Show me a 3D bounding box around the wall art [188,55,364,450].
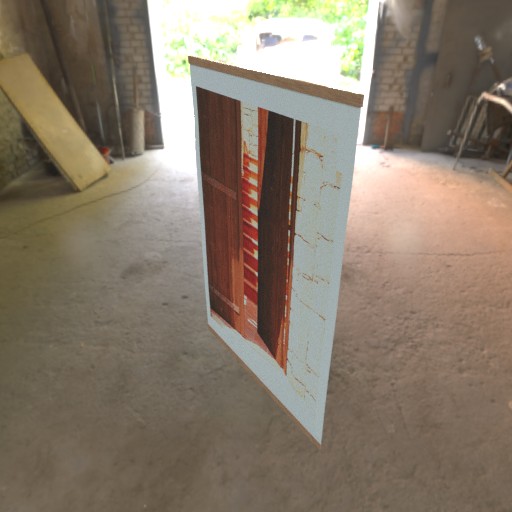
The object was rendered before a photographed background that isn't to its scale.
[{"bbox_3d":[0.000,0.000,1.954,0.019,1.527,1.019,-20,36,-29],"label":"wall art"}]
